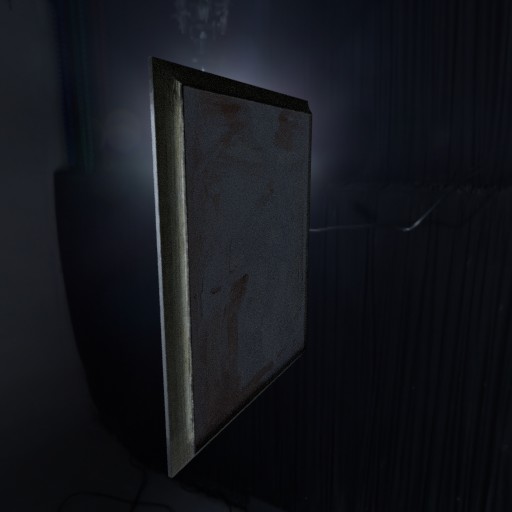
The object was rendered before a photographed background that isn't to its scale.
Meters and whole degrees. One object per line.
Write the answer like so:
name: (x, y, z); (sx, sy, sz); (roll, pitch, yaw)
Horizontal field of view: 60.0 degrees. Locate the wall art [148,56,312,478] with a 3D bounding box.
wall art: (0.000, 0.000, 0.626); (0.023, 0.457, 0.381); (7, 14, 28)
